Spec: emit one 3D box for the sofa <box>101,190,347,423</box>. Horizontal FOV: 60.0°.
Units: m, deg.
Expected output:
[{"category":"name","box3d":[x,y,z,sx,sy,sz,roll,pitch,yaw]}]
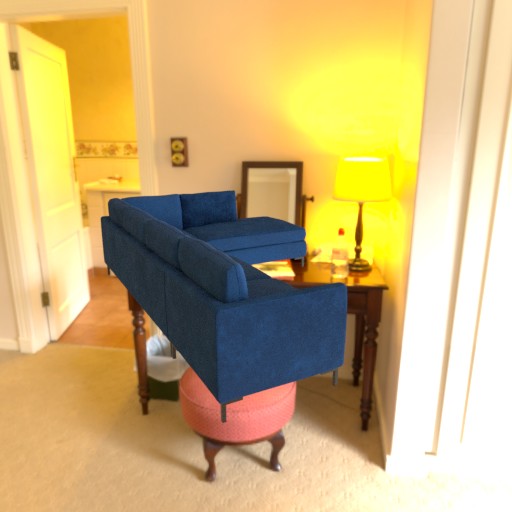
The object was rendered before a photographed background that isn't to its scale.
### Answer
[{"category":"sofa","box3d":[0.000,0.000,3.196,1.707,0.687,2.486,-8,17,-28]}]
